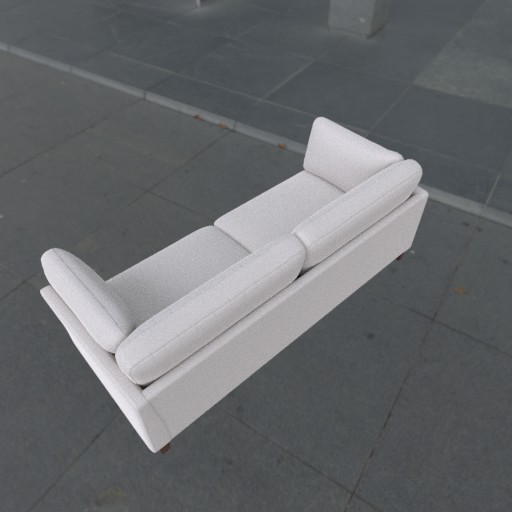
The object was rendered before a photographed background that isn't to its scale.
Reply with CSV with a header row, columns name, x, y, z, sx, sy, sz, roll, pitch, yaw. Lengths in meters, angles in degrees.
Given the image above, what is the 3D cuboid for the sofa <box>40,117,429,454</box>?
name,x,y,z,sx,sy,sz,roll,pitch,yaw
sofa,0.000,0.000,2.791,2.301,0.863,0.957,-33,54,-28
